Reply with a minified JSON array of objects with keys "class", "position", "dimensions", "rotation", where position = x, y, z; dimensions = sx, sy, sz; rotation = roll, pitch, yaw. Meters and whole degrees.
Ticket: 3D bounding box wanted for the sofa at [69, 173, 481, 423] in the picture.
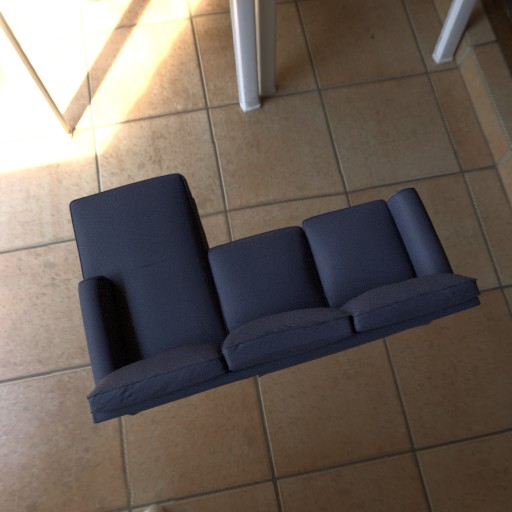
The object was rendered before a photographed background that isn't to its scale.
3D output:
[{"class":"sofa","position":[0.000,0.000,3.204],"dimensions":[2.518,1.039,1.637],"rotation":[-16,75,-4]}]
